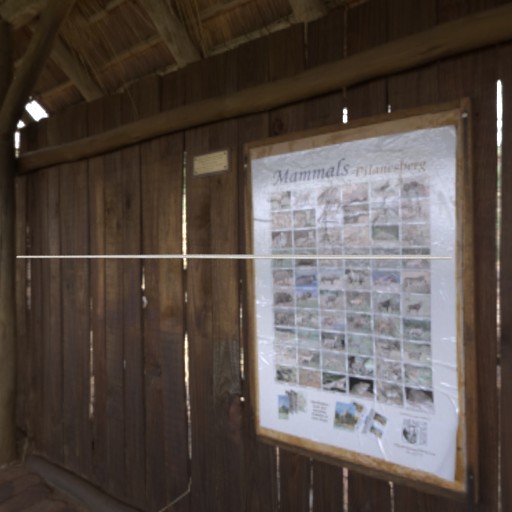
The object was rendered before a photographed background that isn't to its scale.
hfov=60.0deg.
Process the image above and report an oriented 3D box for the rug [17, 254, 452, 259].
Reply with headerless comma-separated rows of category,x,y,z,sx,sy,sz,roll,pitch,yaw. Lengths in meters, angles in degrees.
rug,0.000,0.000,4.038,3.055,0.021,2.410,0,0,18
